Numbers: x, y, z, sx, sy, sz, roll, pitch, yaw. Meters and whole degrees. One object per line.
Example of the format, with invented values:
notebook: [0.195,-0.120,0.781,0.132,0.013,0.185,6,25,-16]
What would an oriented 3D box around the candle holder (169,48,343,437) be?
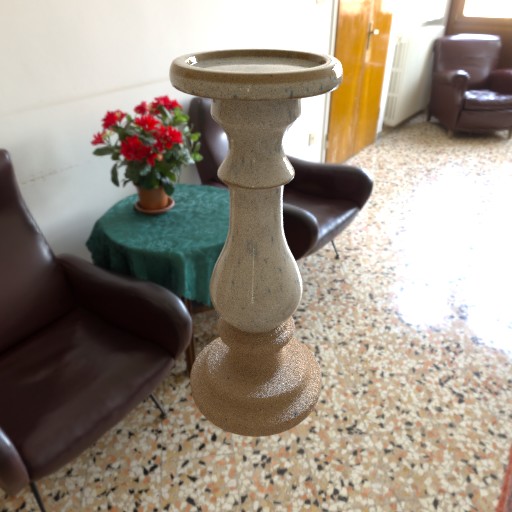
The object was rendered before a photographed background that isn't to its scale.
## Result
candle holder: [0.000,0.000,0.247,0.088,0.203,0.088,0,32,0]
